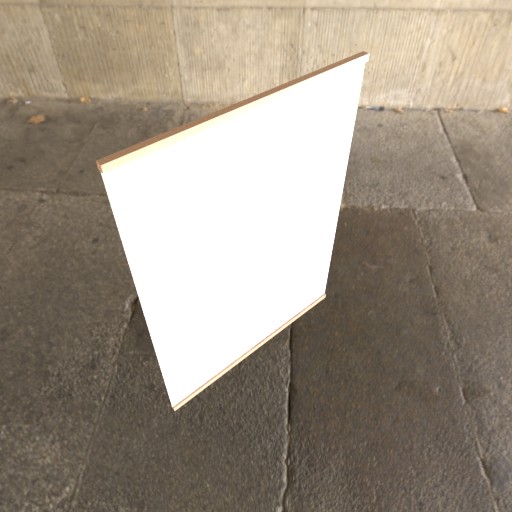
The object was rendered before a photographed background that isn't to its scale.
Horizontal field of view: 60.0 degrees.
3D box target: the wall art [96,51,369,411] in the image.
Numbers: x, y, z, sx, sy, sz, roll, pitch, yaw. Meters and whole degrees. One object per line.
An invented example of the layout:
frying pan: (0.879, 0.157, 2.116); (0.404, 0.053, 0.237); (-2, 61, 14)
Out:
wall art: (0.000, 0.000, 0.809); (0.459, 0.608, 0.012); (-32, 54, -27)
